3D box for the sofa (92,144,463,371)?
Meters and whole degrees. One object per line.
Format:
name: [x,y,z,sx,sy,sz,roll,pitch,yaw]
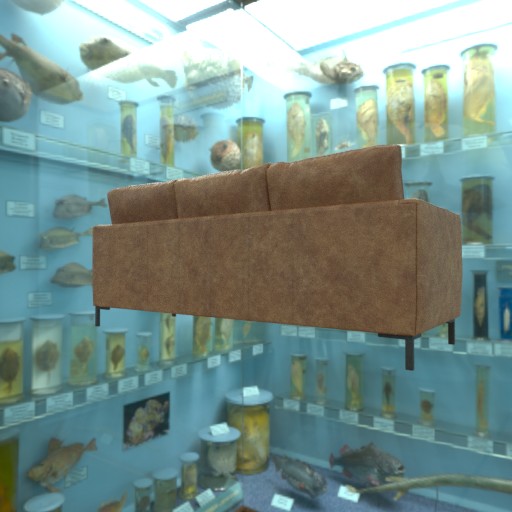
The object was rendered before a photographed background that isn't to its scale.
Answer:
sofa: [0.000,0.000,2.471,2.029,0.863,0.748,-1,-1,36]
